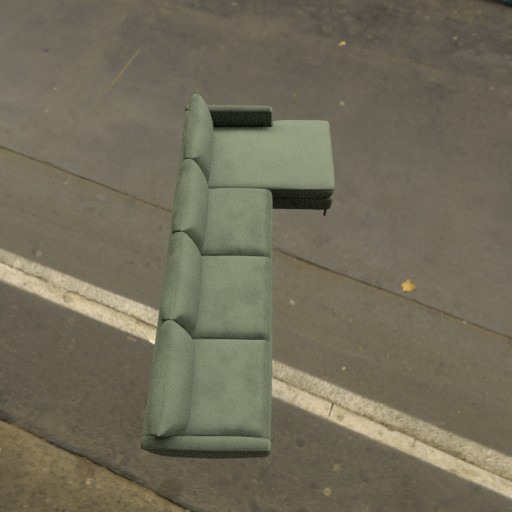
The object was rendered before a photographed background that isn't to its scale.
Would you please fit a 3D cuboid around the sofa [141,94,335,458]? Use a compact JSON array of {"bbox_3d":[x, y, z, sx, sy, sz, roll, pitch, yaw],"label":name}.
[{"bbox_3d":[0.000,0.000,3.267,1.255,0.756,2.725,1,62,1],"label":"sofa"}]
